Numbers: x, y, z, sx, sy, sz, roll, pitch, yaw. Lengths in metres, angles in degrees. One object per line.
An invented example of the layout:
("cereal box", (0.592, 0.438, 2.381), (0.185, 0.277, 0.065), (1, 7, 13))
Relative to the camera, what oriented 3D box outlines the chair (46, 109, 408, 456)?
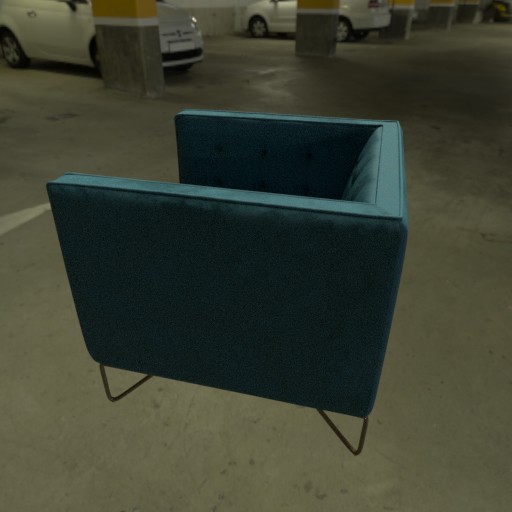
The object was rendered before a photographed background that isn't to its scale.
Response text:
("chair", (0.000, 0.000, 1.546), (0.894, 0.790, 0.880), (8, 31, 13))
